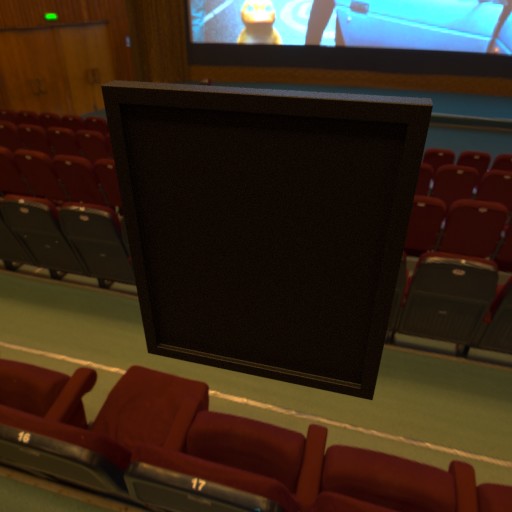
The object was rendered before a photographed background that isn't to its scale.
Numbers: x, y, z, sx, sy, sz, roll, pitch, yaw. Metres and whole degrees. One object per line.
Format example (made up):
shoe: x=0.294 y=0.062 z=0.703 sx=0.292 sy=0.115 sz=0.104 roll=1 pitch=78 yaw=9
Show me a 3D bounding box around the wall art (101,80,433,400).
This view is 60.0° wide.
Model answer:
wall art: x=0.000 y=0.000 z=0.535 sx=0.328 sy=0.381 sz=0.028 roll=8 pitch=33 yaw=13
